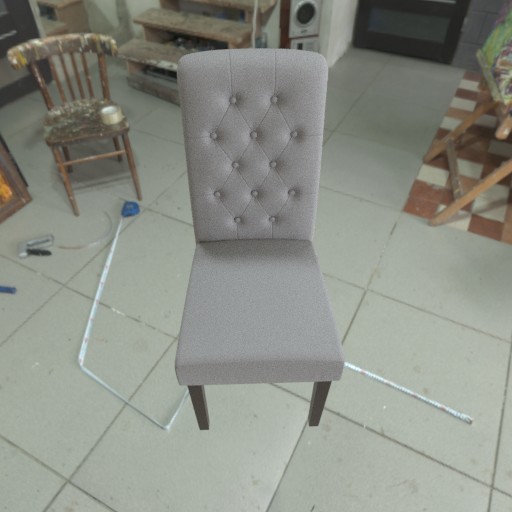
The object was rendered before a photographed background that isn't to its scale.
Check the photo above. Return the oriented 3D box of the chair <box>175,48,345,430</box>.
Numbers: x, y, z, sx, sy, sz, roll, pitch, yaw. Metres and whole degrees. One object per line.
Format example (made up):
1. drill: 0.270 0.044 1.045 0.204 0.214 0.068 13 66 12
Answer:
1. chair: 0.000 0.000 1.354 0.456 1.006 0.671 -1 46 -1
